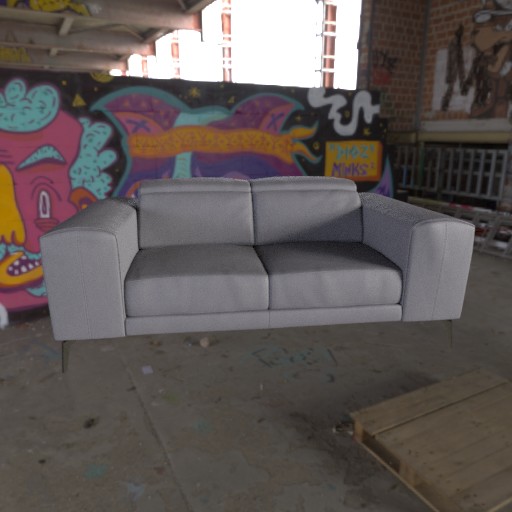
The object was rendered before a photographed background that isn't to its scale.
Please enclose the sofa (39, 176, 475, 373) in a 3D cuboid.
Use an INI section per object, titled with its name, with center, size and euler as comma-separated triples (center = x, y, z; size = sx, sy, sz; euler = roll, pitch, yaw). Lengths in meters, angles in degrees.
[sofa]
center = 0.000, 0.000, 2.394
size = 1.895, 0.779, 1.003
euler = -2, 15, -7
